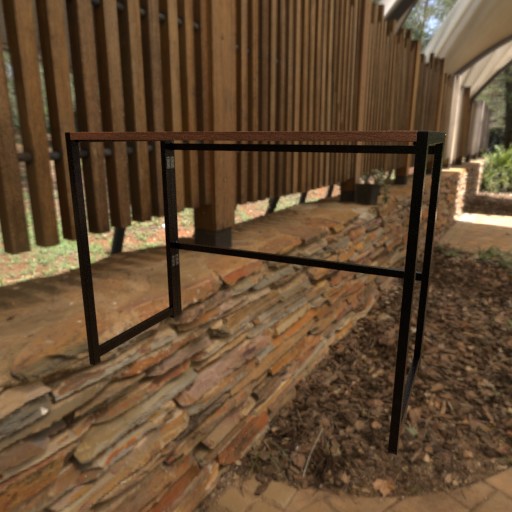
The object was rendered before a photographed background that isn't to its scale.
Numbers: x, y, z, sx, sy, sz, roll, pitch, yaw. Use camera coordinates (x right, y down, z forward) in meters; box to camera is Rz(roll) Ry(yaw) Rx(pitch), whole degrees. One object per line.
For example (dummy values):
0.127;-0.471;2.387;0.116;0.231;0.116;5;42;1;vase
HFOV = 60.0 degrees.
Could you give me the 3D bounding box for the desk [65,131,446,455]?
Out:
0.000;0.000;1.415;1.016;0.762;0.508;7;17;25;desk
